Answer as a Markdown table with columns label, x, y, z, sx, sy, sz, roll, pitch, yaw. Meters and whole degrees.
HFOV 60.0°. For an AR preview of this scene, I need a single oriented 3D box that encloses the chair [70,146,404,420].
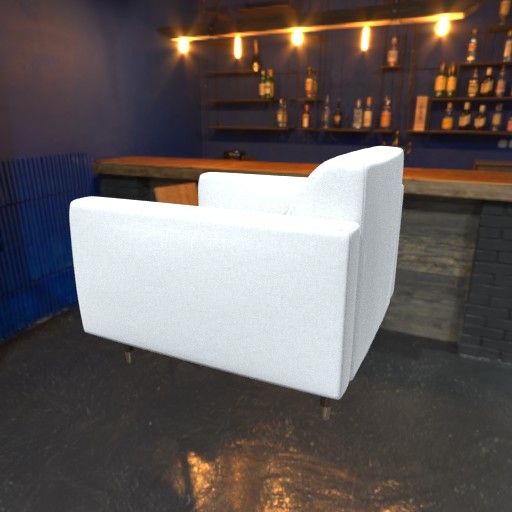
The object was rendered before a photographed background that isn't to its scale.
| label | x | y | z | sx | sy | sz | roll | pitch | yaw |
| --- | --- | --- | --- | --- | --- | --- | --- | --- | --- |
| chair | 0.000 | 0.000 | 1.730 | 0.998 | 0.819 | 0.953 | 8 | 19 | 24 |
